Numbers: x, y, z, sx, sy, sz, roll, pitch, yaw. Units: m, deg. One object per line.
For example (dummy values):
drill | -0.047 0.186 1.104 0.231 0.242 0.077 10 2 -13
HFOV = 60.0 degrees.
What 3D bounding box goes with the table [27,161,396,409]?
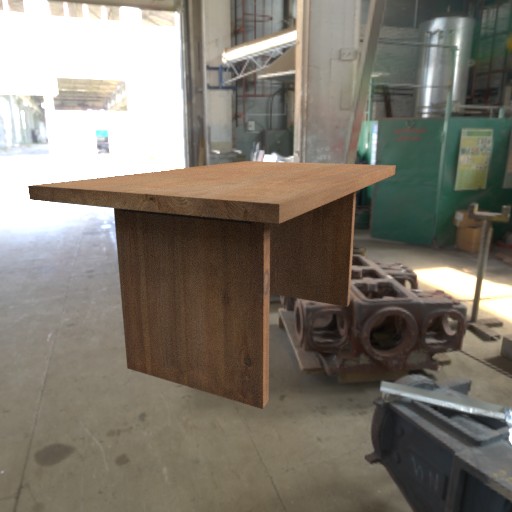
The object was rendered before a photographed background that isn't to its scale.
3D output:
table | 0.000 0.000 2.110 0.946 0.780 1.609 8 17 26
